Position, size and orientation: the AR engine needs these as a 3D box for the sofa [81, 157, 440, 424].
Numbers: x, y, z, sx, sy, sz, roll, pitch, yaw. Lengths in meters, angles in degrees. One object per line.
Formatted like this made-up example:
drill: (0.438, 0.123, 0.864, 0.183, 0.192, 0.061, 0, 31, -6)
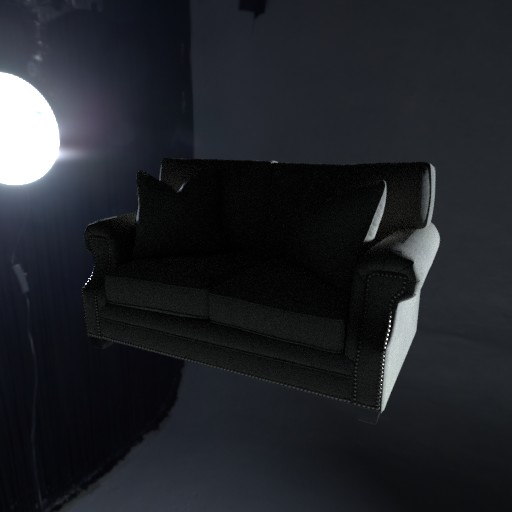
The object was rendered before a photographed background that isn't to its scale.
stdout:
sofa: (0.000, 0.000, 2.287, 1.701, 0.966, 0.966, 7, 16, 26)
